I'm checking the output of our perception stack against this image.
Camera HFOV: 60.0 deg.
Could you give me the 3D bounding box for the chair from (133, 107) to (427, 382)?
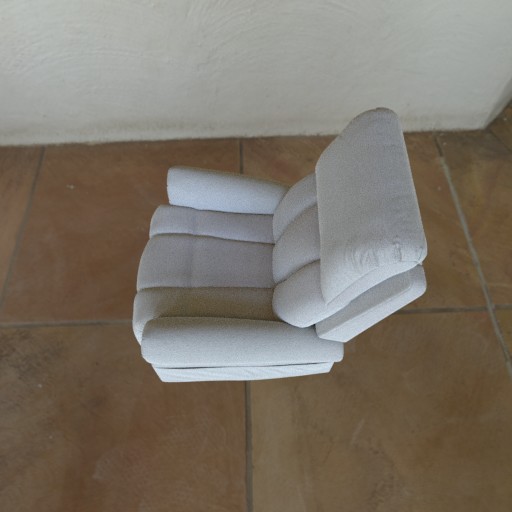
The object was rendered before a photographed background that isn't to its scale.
[{"bbox_3d":[0.000,0.000,1.747,0.979,1.031,0.871,1,59,1],"label":"chair"}]
